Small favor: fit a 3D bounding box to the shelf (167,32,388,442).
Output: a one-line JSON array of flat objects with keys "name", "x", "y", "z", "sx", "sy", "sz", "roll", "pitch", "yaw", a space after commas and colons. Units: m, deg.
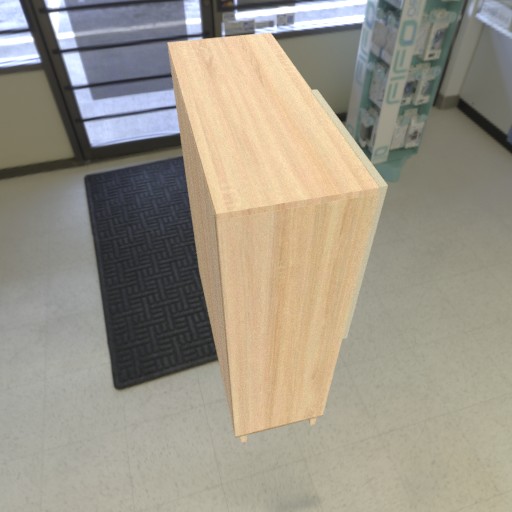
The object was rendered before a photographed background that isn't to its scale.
[{"name": "shelf", "x": 0.000, "y": 0.000, "z": 1.862, "sx": 0.434, "sy": 1.405, "sz": 0.995, "roll": -10, "pitch": 47, "yaw": -10}]
